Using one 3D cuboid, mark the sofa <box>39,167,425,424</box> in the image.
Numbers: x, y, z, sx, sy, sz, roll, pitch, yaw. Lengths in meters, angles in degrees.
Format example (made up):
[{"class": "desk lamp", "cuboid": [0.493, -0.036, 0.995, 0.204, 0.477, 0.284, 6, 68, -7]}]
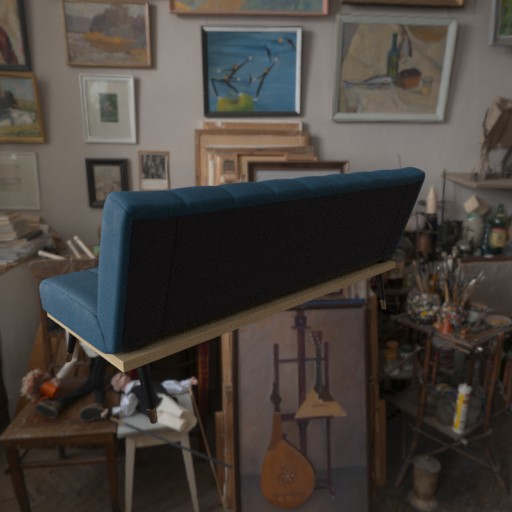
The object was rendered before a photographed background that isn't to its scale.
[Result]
[{"class": "sofa", "cuboid": [0.000, 0.000, 2.196, 1.810, 0.825, 0.830, -14, 20, -42]}]
